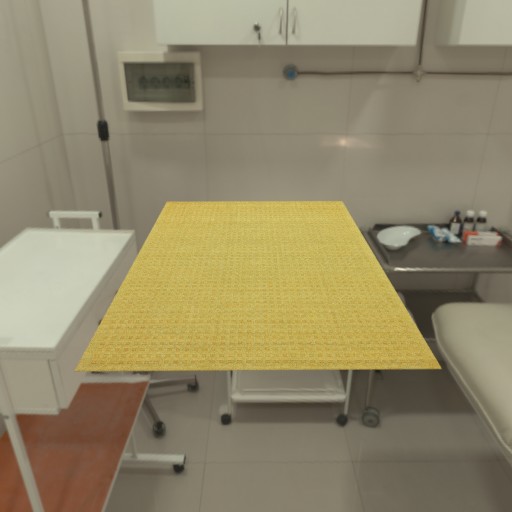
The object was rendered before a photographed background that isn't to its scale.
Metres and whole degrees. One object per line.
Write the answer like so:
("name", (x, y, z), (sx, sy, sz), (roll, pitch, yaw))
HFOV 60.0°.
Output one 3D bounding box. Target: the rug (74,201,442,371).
("rug", (0.000, 0.000, 3.703), (1.981, 0.006, 2.895), (0, 25, -1))
